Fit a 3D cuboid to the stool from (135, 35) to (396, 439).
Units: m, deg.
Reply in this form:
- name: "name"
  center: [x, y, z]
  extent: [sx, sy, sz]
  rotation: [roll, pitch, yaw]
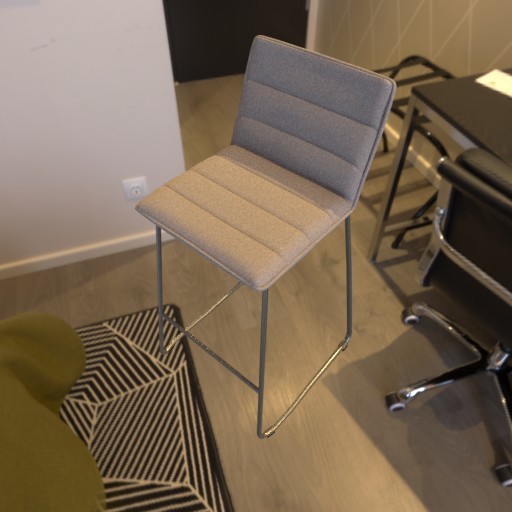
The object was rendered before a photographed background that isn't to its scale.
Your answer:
- name: "stool"
  center: [0.000, 0.000, 1.223]
  extent: [0.490, 0.960, 0.490]
  rotation: [32, 55, 26]
